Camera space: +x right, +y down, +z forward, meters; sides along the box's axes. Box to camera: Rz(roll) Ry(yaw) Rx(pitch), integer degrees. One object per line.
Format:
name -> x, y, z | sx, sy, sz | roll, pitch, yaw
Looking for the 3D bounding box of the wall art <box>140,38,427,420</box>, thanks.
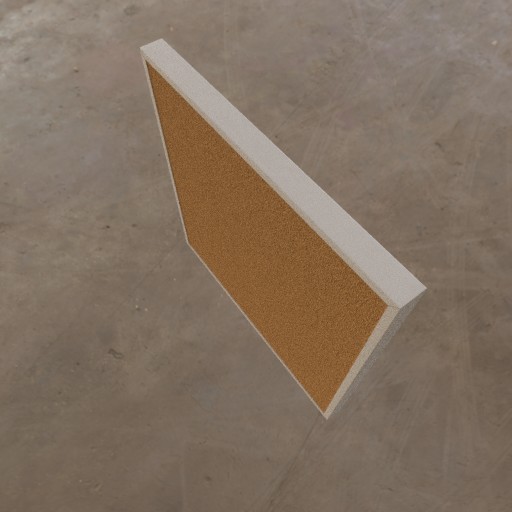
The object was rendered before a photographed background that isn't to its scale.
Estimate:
wall art -> 0.000, 0.000, 0.747 | 0.037, 0.508, 0.508 | -32, 64, -18
